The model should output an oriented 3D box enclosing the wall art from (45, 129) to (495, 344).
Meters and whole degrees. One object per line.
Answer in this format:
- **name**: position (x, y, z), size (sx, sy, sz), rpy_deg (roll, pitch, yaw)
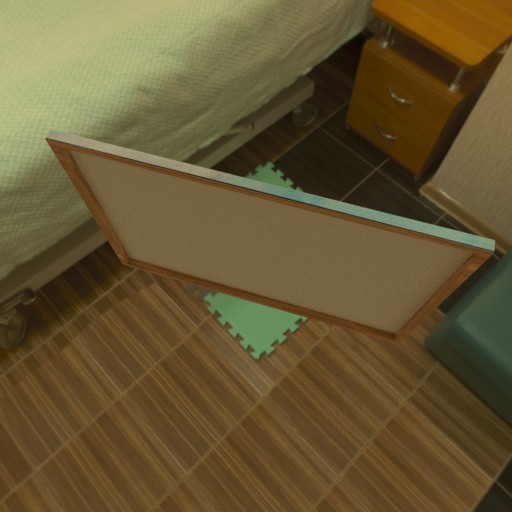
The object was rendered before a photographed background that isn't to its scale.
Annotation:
- **wall art**: position (0.000, 0.000, 0.755), size (0.604, 0.402, 0.018), rpy_deg (15, 64, 8)
